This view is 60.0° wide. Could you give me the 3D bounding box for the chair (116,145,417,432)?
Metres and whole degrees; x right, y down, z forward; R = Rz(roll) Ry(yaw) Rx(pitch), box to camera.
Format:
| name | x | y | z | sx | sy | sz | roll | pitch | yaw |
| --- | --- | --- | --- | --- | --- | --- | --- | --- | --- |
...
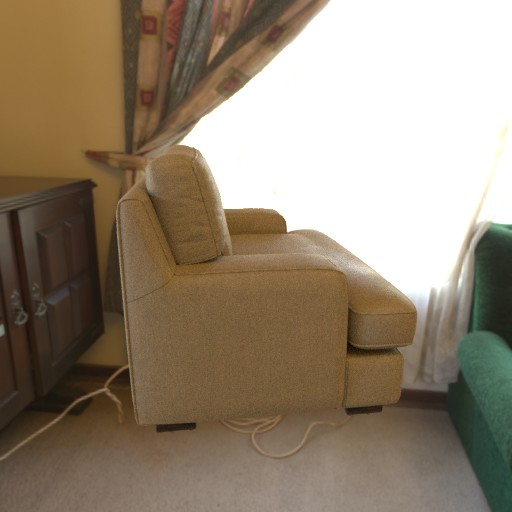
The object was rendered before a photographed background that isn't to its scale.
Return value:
| name | x | y | z | sx | sy | sz | roll | pitch | yaw |
| --- | --- | --- | --- | --- | --- | --- | --- | --- | --- |
| chair | 0.000 | 0.000 | 2.054 | 1.043 | 0.974 | 1.270 | -2 | 16 | -8 |
